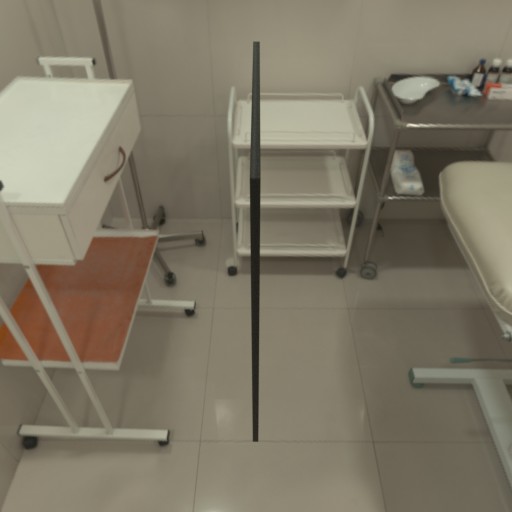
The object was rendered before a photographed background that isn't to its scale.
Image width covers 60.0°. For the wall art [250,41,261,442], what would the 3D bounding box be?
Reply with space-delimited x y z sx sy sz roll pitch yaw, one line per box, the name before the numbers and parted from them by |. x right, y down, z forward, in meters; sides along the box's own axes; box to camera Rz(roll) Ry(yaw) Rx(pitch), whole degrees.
wall art | 0.000 0.000 0.879 0.012 0.661 0.451 0 43 0
